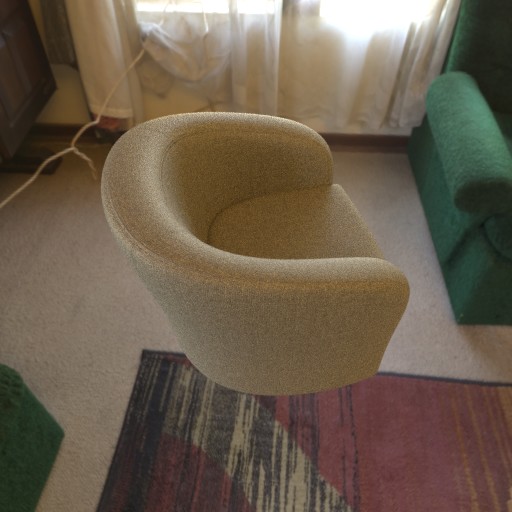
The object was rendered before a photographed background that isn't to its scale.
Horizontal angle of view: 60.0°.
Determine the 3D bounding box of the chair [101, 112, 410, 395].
[{"bbox_3d":[0.000,0.000,1.459,0.815,0.771,0.791,-9,48,-9],"label":"chair"}]
